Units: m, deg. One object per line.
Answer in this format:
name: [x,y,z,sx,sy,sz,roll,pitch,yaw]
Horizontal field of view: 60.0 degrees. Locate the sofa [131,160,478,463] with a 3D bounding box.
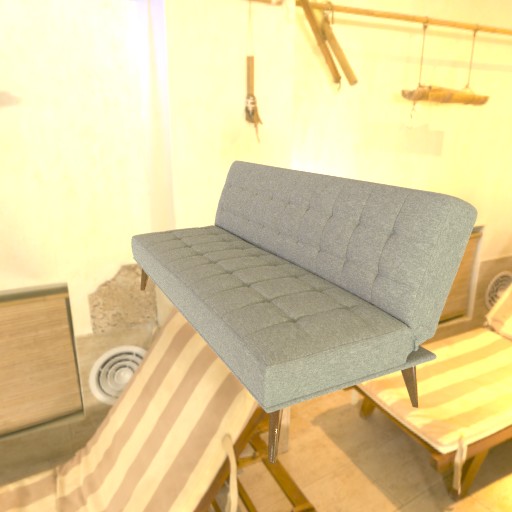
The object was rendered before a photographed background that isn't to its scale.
sofa: [0.000,0.000,2.211,0.860,0.810,1.800,-8,18,-26]
